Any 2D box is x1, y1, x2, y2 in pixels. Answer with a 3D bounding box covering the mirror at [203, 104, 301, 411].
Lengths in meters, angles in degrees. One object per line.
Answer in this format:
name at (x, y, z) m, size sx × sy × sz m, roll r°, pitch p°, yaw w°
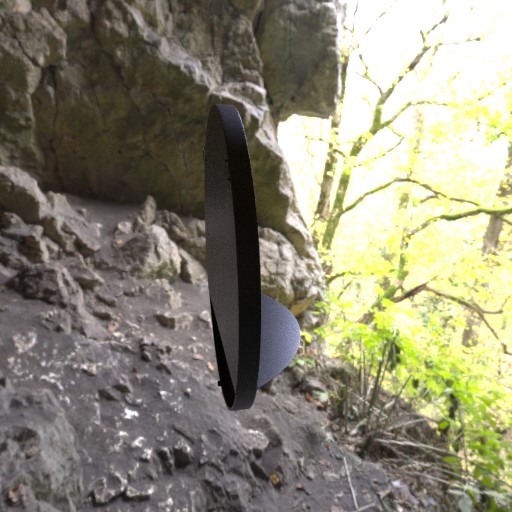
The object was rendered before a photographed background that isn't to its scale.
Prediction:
mirror at (0.000, 0.000, 0.708) m, size 0.133 × 0.457 × 0.457 m, roll -3°, pitch 16°, yaw -10°
